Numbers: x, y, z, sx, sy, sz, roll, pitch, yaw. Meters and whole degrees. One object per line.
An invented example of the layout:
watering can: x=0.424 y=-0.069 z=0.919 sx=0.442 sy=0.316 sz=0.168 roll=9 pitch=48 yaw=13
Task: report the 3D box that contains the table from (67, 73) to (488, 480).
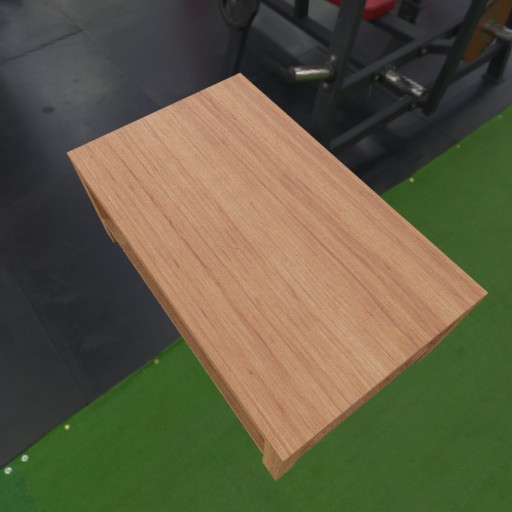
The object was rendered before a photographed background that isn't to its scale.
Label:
table: x=0.000 y=0.000 z=1.509 sx=0.695 sy=0.457 sz=1.146 roll=-32 pitch=64 yaw=-18
